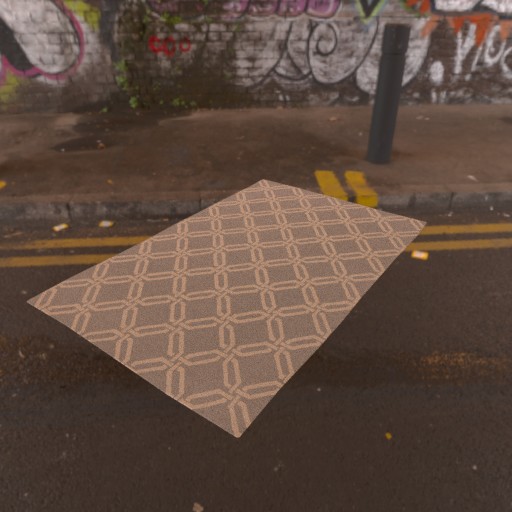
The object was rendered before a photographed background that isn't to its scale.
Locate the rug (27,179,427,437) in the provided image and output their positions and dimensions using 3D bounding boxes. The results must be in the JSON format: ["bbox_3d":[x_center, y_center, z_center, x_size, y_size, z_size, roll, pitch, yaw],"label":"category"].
[{"bbox_3d":[0.000,0.000,2.194,1.148,0.010,1.754,20,37,30],"label":"rug"}]
